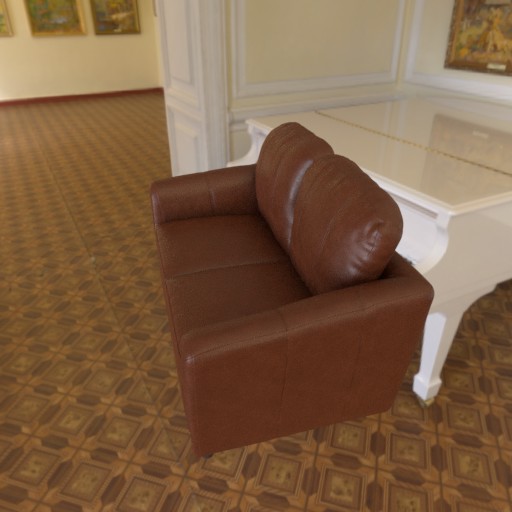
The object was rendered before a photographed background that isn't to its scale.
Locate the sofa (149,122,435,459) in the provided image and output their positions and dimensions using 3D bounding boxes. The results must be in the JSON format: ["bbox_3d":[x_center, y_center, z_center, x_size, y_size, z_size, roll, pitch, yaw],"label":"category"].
[{"bbox_3d":[0.000,0.000,1.917,0.805,0.906,1.406,-8,31,-14],"label":"sofa"}]
